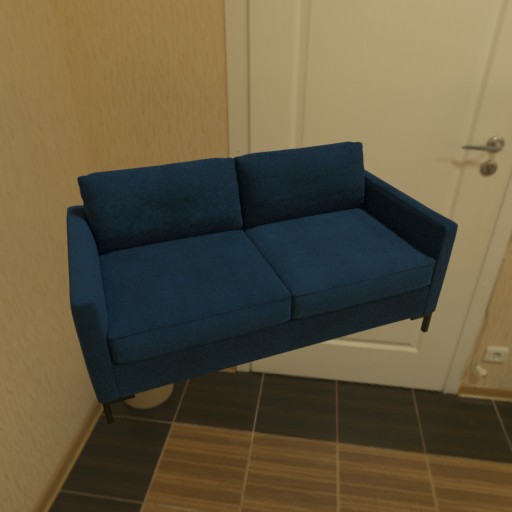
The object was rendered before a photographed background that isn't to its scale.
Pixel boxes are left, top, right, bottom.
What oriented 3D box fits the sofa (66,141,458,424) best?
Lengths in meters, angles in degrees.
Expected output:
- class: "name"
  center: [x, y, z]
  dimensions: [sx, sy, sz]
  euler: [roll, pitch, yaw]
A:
- class: "sofa"
  center: [0.000, 0.000, 2.173]
  dimensions: [1.676, 0.817, 0.875]
  euler: [-11, 33, -18]
